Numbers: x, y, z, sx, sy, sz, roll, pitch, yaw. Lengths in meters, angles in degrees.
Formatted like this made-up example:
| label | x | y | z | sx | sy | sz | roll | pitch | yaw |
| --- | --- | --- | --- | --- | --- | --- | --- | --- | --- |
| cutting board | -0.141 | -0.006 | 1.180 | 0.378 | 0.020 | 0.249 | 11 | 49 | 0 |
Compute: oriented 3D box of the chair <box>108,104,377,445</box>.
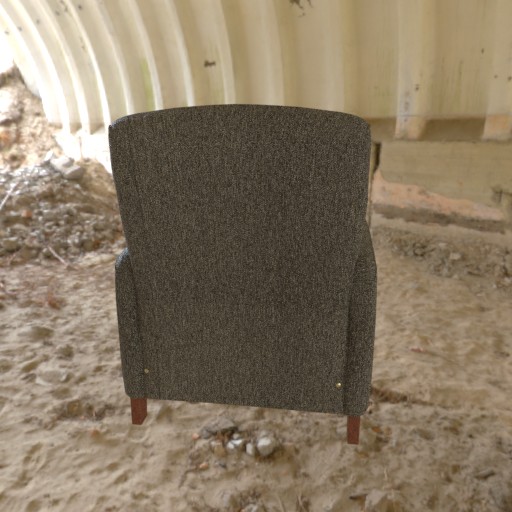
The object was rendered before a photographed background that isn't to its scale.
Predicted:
| label | x | y | z | sx | sy | sz | roll | pitch | yaw |
| --- | --- | --- | --- | --- | --- | --- | --- | --- | --- |
| chair | 0.000 | 0.000 | 1.634 | 0.848 | 1.014 | 0.864 | 2 | 16 | 8 |
